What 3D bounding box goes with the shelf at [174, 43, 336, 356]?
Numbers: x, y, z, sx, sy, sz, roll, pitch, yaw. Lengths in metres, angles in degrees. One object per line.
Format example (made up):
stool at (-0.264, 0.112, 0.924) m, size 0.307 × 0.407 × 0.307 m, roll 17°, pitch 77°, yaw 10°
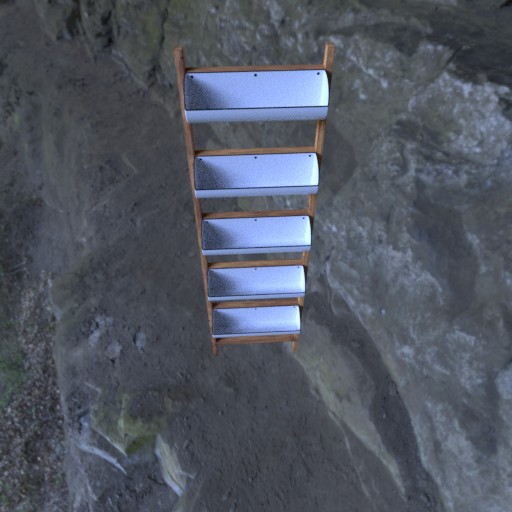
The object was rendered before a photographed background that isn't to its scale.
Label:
shelf at (0.000, 0.000, 1.791) m, size 0.454 × 1.600 × 0.141 m, roll -2°, pitch 46°, yaw -2°
